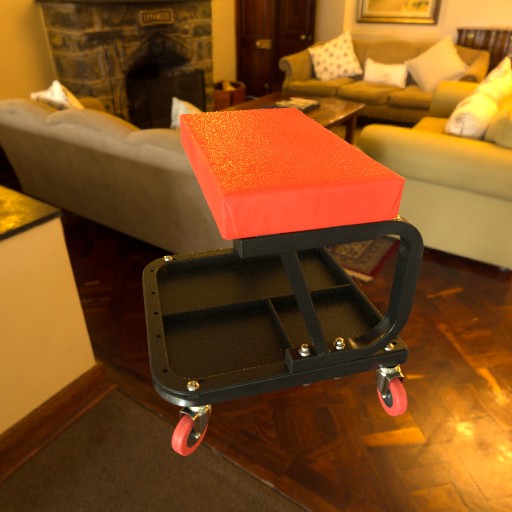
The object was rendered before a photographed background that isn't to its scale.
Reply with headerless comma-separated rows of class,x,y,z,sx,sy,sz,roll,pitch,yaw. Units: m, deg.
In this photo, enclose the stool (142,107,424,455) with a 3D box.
stool,0.000,0.000,0.715,0.371,0.380,0.446,-8,32,-13
